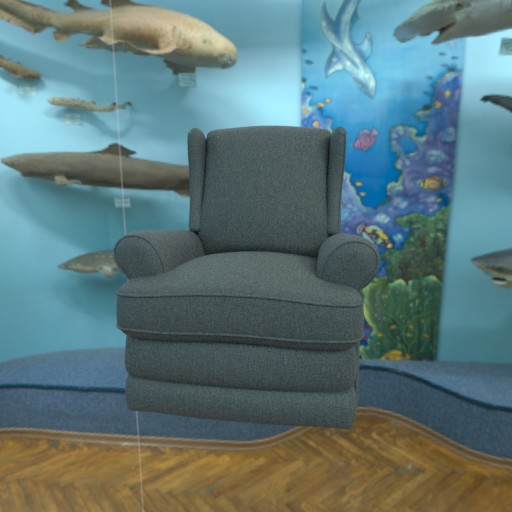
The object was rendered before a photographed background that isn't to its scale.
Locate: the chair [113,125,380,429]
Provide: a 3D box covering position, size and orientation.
[{"bbox_3d":[0.000,0.000,1.697,0.847,1.011,0.969,2,13,8],"label":"chair"}]
